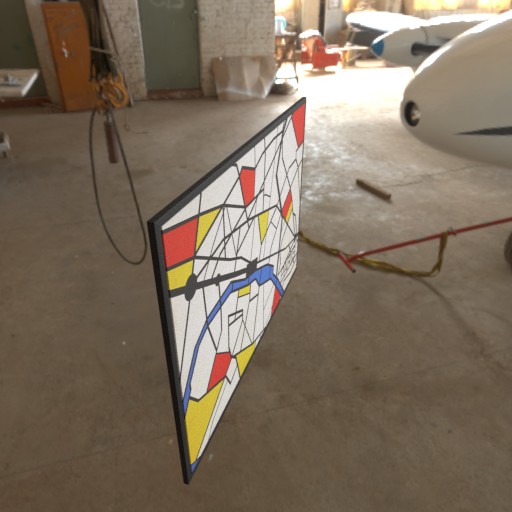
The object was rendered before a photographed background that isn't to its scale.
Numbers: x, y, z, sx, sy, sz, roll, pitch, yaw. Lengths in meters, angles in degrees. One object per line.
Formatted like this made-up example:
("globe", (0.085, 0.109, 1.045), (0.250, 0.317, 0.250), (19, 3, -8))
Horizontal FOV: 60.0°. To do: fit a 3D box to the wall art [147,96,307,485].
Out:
("wall art", (0.000, 0.000, 1.227), (0.013, 0.665, 0.963), (10, 32, 16))
